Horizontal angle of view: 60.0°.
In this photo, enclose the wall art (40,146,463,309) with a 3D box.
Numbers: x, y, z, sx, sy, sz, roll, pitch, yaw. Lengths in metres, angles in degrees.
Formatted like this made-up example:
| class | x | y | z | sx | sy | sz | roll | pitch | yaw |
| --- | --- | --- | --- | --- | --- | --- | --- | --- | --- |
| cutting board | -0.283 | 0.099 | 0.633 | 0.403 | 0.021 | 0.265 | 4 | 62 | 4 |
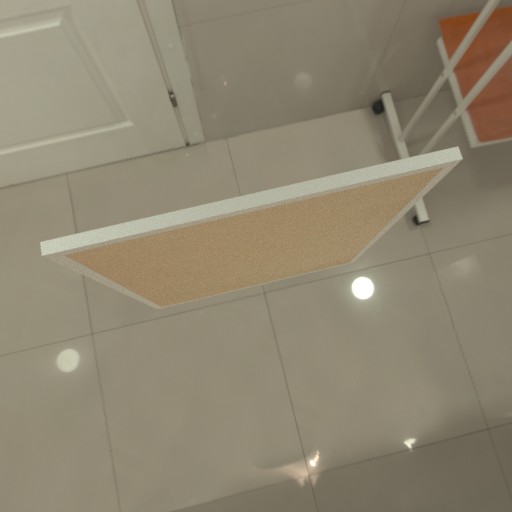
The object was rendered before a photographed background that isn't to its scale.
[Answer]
| class | x | y | z | sx | sy | sz | roll | pitch | yaw |
| --- | --- | --- | --- | --- | --- | --- | --- | --- | --- |
| wall art | 0.000 | 0.000 | 0.614 | 0.382 | 0.456 | 0.013 | -13 | 78 | -3 |
